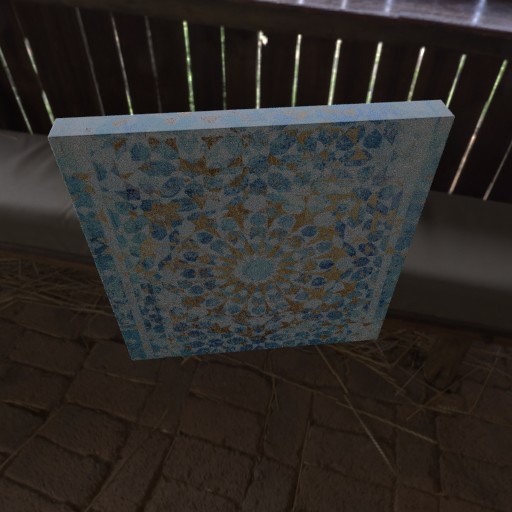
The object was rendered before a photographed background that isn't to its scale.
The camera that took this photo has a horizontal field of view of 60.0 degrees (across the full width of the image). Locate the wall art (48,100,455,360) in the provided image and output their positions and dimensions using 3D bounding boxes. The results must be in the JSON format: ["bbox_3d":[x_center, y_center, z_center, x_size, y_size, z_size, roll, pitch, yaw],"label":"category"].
[{"bbox_3d":[0.000,0.000,0.597,0.405,0.405,0.037,-4,46,-4],"label":"wall art"}]
